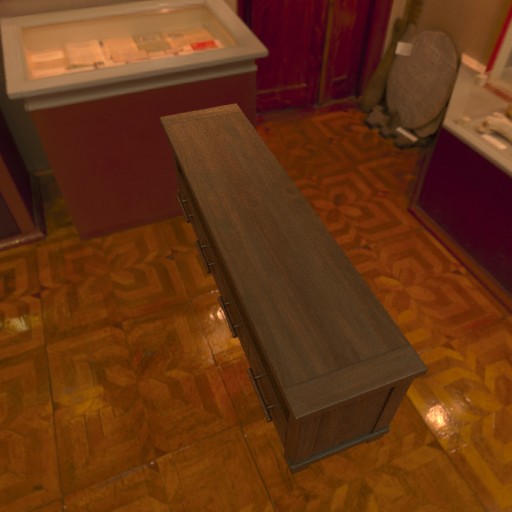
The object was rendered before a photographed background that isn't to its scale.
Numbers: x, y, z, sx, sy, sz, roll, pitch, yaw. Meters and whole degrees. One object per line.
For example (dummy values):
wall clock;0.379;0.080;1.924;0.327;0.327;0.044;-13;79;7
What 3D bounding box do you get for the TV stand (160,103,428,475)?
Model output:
TV stand;0.000;0.000;2.169;0.471;0.615;1.866;-15;48;-14
